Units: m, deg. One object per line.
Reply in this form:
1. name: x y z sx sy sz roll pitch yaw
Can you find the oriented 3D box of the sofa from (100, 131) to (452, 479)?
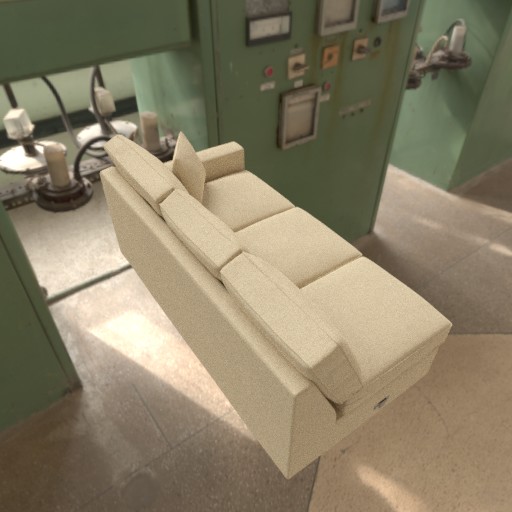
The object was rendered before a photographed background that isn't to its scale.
1. sofa: 0.000 0.000 2.536 1.034 0.946 1.963 -25 47 -26
